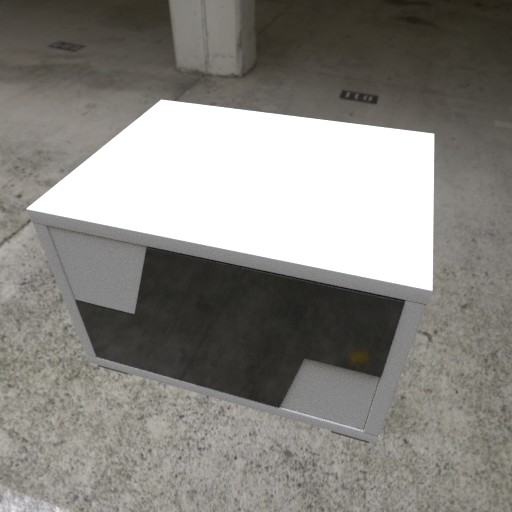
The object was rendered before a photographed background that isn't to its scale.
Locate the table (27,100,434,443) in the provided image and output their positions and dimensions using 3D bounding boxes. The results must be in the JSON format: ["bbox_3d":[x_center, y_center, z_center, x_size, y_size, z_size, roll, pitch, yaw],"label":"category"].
[{"bbox_3d":[0.000,0.000,0.790,0.517,0.357,0.399,11,42,13],"label":"table"}]
